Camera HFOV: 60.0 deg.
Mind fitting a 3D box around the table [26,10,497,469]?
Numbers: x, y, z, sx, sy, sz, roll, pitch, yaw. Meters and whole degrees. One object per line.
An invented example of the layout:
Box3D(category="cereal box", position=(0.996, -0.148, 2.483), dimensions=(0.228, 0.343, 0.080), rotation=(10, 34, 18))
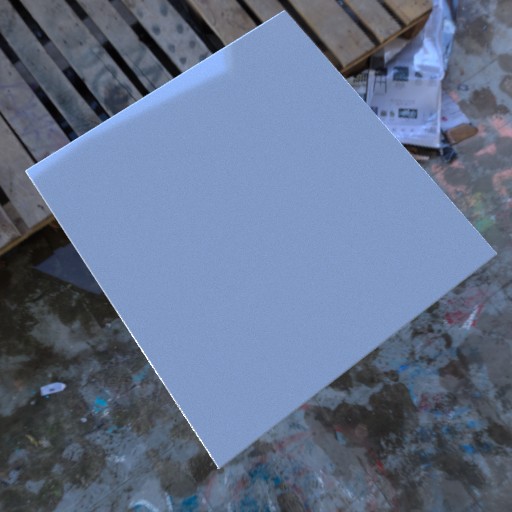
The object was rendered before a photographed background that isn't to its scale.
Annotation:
Box3D(category="table", position=(0.000, 0.000, 0.763), dimensions=(0.400, 0.470, 0.420), rotation=(-35, 79, -8))
